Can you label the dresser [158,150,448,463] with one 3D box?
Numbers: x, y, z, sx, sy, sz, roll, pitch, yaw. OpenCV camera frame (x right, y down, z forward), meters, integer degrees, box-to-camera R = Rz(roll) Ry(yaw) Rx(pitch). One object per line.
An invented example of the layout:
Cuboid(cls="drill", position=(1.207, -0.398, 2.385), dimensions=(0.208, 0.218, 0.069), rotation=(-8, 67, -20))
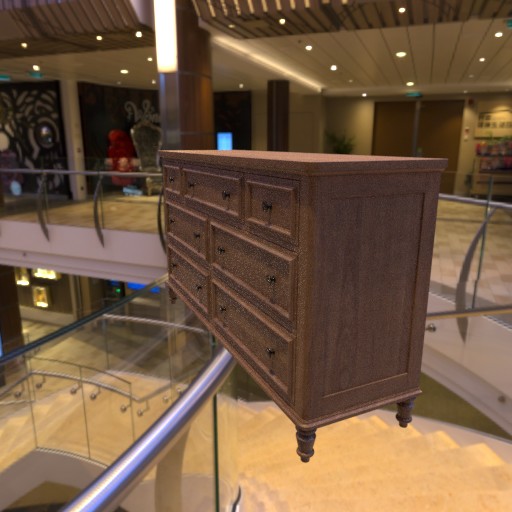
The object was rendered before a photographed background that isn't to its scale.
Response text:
Cuboid(cls="dresser", position=(0.000, 0.000, 1.978), dimensions=(0.468, 0.892, 1.583), rotation=(-7, 16, -25))
